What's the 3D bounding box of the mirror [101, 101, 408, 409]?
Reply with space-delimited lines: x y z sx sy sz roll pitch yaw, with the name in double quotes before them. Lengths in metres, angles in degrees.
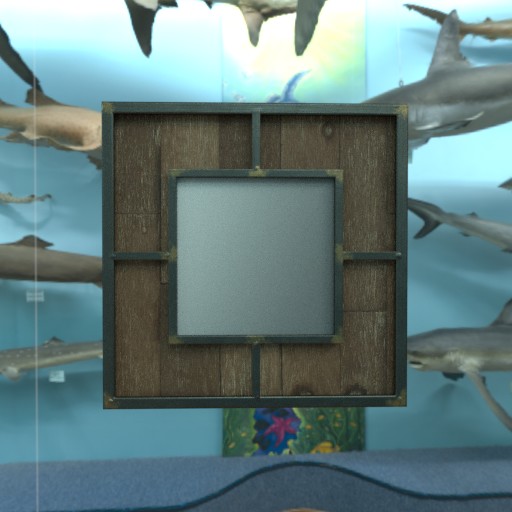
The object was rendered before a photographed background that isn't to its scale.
"mirror" 0.000 0.000 0.561 0.382 0.381 0.020 0 1 -1
